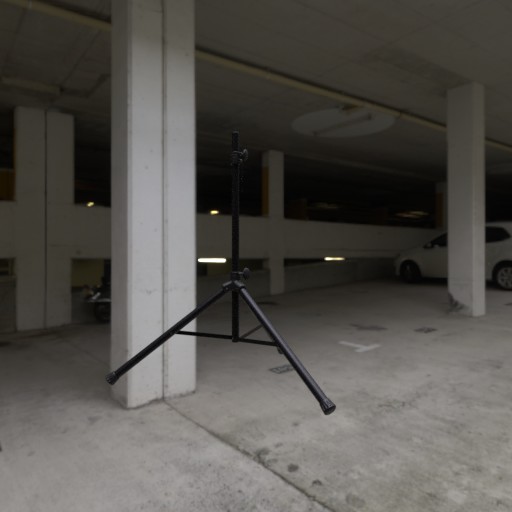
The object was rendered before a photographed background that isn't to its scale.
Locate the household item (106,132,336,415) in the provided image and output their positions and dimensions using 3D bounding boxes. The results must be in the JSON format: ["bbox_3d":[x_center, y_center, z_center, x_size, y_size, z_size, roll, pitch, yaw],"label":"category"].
[{"bbox_3d":[0.000,0.000,1.924,1.045,1.136,0.907,0,0,-36],"label":"household item"}]
